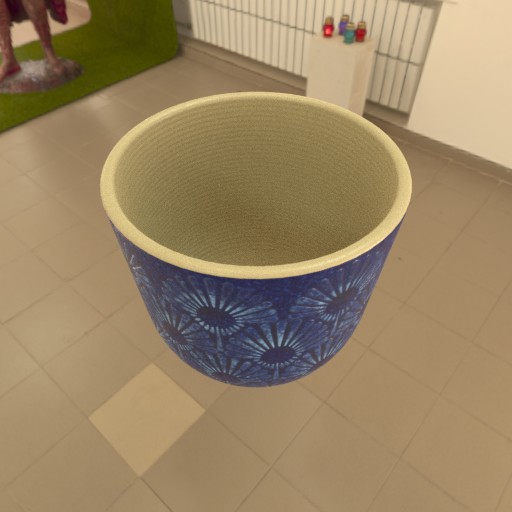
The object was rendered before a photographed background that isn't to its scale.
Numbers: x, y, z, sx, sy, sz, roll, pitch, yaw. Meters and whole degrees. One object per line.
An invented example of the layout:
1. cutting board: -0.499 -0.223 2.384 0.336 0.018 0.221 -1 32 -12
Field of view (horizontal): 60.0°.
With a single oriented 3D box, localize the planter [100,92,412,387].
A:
1. planter: 0.000 0.000 0.301 0.170 0.153 0.170 0 46 0
